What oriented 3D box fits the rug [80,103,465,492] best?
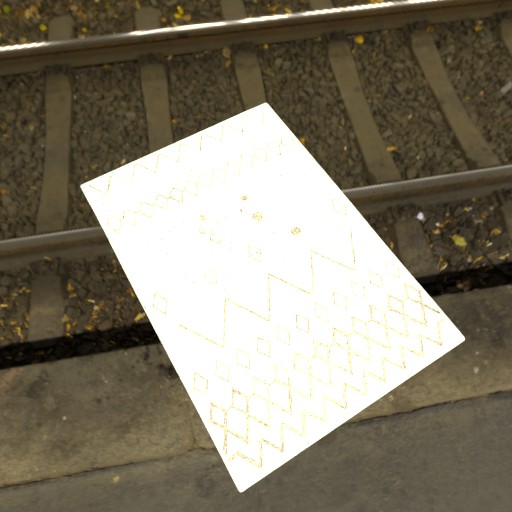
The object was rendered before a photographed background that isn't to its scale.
[{"bbox_3d":[0.000,0.000,2.340,1.260,0.009,1.820,-28,66,-14],"label":"rug"}]
